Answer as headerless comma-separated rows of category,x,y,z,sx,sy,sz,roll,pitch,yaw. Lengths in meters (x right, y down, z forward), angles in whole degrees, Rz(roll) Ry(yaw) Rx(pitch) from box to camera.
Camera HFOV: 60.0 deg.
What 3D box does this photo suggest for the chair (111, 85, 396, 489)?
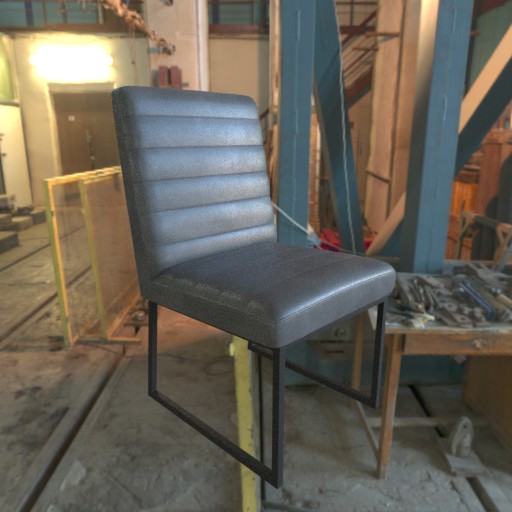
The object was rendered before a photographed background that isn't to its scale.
chair,0.000,0.000,1.276,0.634,0.930,0.520,15,21,43
